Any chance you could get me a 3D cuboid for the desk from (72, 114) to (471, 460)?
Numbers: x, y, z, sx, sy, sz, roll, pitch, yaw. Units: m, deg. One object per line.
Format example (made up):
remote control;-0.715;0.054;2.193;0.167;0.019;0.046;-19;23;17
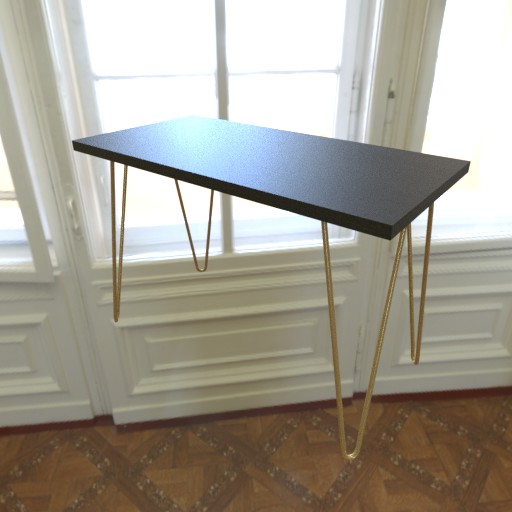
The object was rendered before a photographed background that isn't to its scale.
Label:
desk;0.000;0.000;1.372;0.991;0.660;0.499;20;34;33
